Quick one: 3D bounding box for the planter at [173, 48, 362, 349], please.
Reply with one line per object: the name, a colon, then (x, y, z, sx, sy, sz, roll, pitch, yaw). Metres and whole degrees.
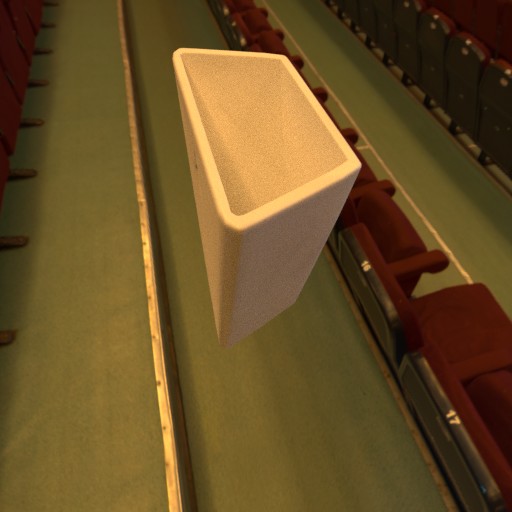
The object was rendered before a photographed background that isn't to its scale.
planter: (0.000, 0.000, 0.274, 0.060, 0.197, 0.150, -11, 48, -10)
